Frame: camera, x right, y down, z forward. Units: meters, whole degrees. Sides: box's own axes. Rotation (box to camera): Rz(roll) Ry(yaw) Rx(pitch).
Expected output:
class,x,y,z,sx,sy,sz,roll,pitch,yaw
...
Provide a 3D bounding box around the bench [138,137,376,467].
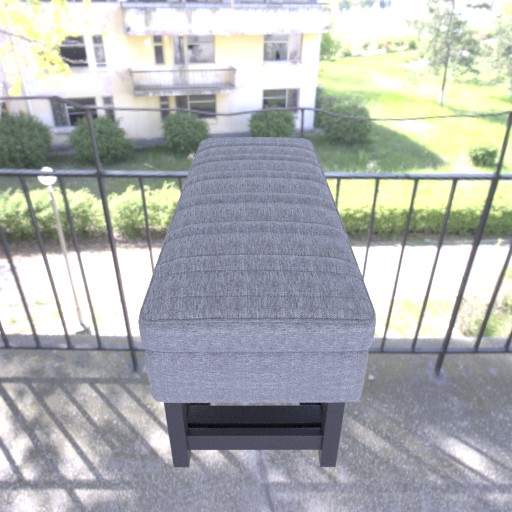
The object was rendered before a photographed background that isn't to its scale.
class,x,y,z,sx,sy,sz,roll,pitch,yaw
bench,0.000,0.000,1.312,0.429,0.470,1.100,0,31,0
